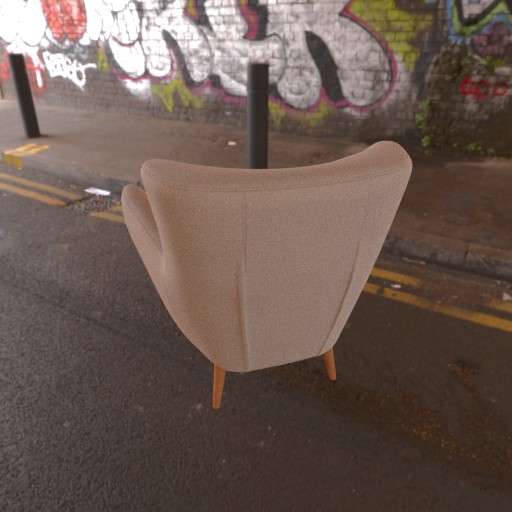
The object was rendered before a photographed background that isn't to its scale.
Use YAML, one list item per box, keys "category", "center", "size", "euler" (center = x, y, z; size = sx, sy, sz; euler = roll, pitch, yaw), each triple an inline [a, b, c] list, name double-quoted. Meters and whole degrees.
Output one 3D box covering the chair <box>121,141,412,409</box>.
- category: "chair"
  center: [0.000, 0.000, 1.646]
  size: [0.890, 0.889, 0.889]
  euler: [-8, 28, -16]
